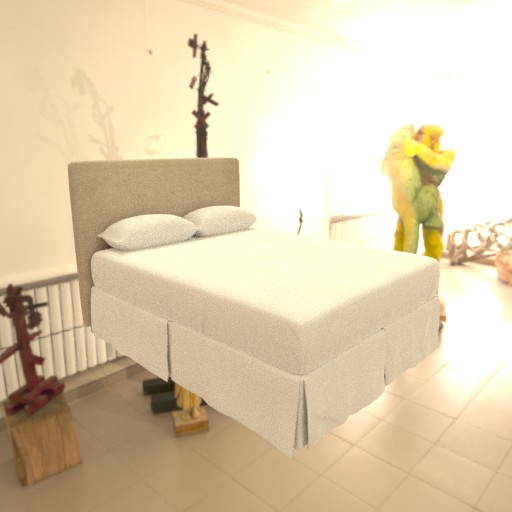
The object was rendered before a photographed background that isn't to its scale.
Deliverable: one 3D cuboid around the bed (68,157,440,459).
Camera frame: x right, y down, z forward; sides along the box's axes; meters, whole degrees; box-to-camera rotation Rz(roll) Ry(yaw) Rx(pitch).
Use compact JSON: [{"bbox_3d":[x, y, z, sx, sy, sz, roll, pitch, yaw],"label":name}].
[{"bbox_3d":[0.000,0.000,3.179,2.162,1.330,1.713,13,19,42],"label":"bed"}]
